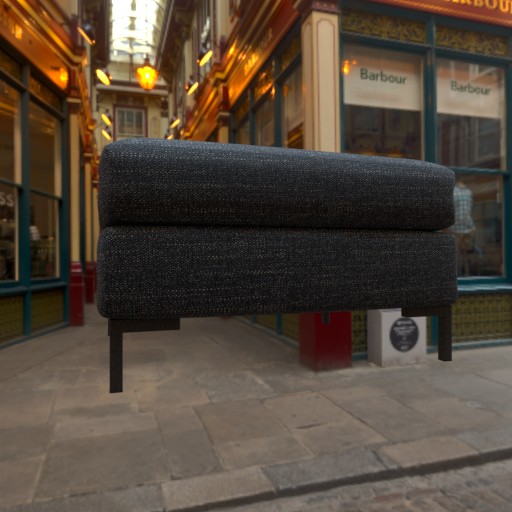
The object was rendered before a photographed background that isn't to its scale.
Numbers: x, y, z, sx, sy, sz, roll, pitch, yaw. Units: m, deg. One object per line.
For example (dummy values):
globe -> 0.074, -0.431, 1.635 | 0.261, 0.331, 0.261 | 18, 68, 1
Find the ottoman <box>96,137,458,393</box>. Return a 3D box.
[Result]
ottoman -> 0.000, 0.000, 1.206 | 0.814, 0.491, 0.667 | 0, 0, -19
